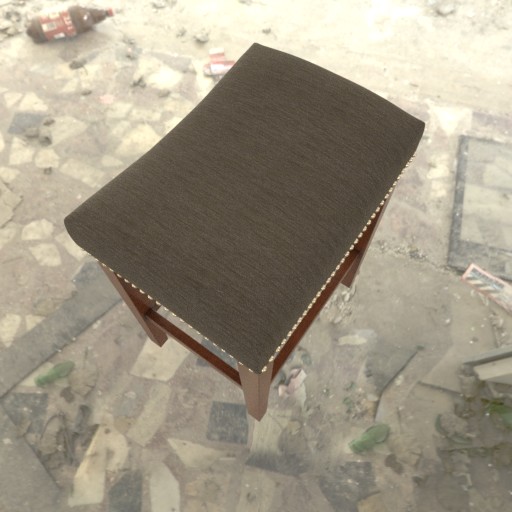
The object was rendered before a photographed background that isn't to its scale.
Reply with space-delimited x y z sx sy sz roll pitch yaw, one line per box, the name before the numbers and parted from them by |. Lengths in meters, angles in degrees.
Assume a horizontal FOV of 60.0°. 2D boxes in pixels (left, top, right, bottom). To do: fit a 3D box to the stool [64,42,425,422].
stool | 0.000 0.000 0.964 0.372 0.654 0.504 32 67 16
